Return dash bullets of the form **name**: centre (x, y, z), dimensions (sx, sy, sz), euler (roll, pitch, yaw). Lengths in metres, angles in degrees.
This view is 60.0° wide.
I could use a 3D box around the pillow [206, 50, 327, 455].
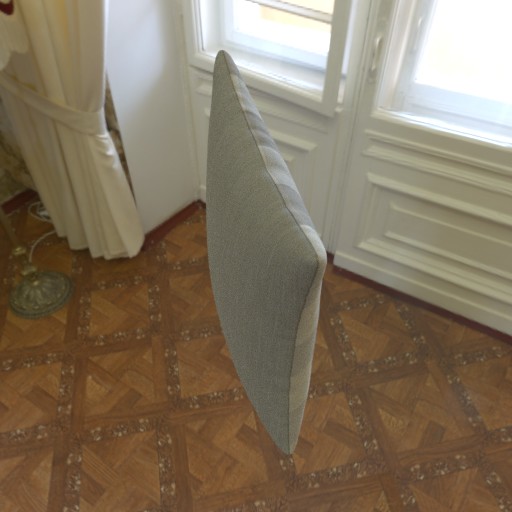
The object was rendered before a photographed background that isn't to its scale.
- **pillow**: centre (0.000, 0.000, 0.772), dimensions (0.161, 0.509, 0.511), euler (-10, 47, -9)
